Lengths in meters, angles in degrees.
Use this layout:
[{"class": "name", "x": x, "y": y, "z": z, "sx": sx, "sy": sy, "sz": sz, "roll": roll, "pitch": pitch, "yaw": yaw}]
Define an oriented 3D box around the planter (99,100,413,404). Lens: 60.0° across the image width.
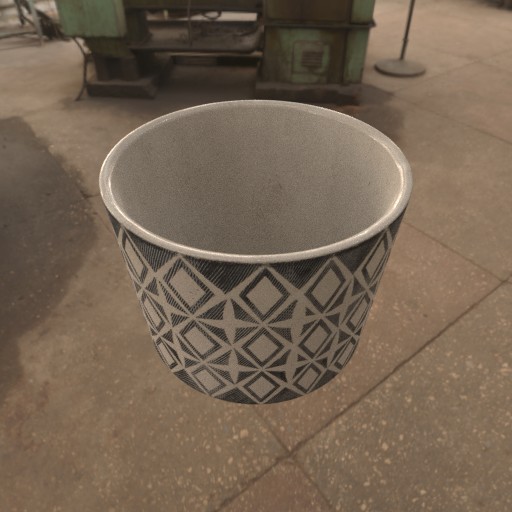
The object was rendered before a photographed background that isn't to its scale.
[{"class": "planter", "x": 0.000, "y": 0.000, "z": 0.451, "sx": 0.260, "sy": 0.220, "sz": 0.260, "roll": 0, "pitch": 41, "yaw": 0}]
